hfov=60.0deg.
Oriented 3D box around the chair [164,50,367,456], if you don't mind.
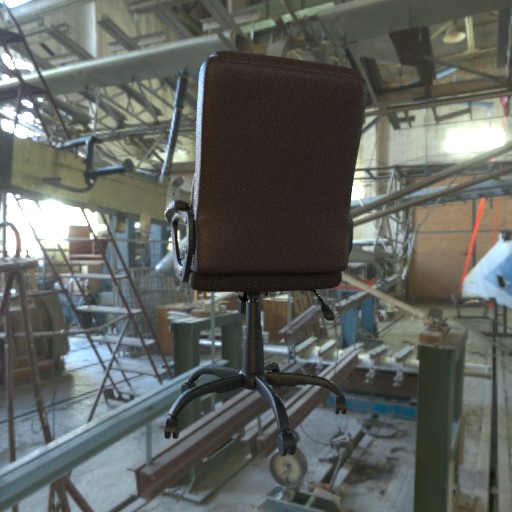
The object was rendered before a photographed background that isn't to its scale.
[{"bbox_3d":[0.000,0.000,1.464,0.615,1.072,0.655,0,0,-17],"label":"chair"}]
